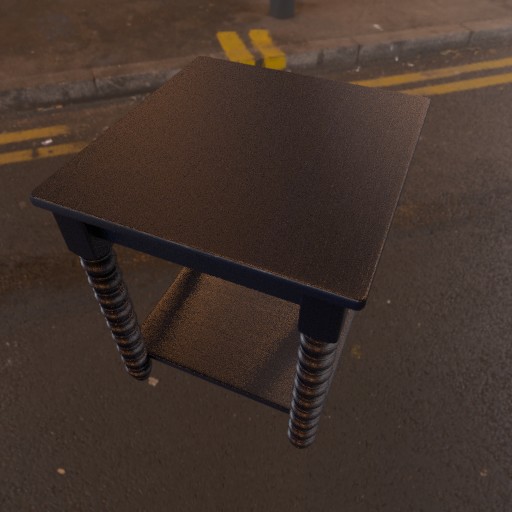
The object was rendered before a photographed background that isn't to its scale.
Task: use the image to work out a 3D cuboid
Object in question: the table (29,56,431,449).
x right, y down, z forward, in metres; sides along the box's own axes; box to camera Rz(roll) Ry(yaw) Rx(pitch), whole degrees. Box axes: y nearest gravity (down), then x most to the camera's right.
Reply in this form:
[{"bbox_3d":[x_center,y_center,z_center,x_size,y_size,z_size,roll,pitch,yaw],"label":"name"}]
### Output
[{"bbox_3d":[0.000,0.000,0.948,0.500,0.567,0.533,17,49,16],"label":"table"}]
